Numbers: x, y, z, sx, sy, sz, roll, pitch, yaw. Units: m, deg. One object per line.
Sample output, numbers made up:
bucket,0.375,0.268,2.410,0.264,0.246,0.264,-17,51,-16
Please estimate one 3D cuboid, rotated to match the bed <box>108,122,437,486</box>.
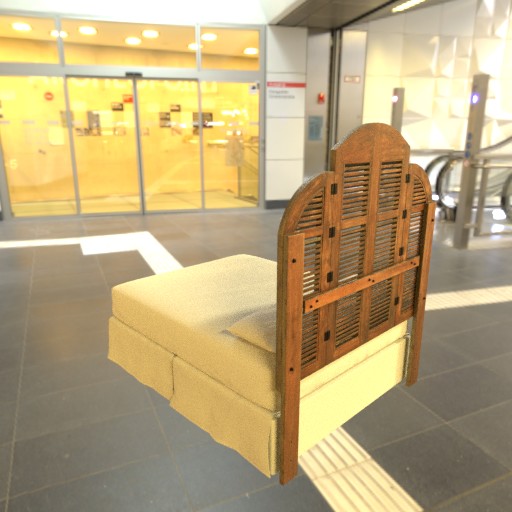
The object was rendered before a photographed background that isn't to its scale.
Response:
bed,0.000,0.000,3.550,1.713,2.019,2.138,-15,21,-42
